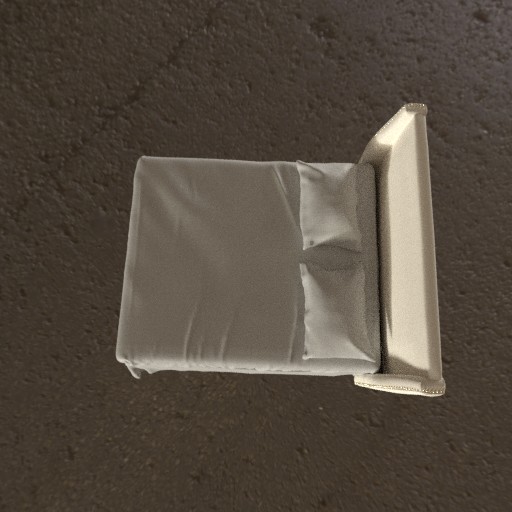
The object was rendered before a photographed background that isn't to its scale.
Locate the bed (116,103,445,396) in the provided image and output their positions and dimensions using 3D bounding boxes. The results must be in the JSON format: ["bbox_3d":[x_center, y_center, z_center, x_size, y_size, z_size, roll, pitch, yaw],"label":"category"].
[{"bbox_3d":[0.000,0.000,3.417,2.276,1.332,1.925,2,76,1],"label":"bed"}]
